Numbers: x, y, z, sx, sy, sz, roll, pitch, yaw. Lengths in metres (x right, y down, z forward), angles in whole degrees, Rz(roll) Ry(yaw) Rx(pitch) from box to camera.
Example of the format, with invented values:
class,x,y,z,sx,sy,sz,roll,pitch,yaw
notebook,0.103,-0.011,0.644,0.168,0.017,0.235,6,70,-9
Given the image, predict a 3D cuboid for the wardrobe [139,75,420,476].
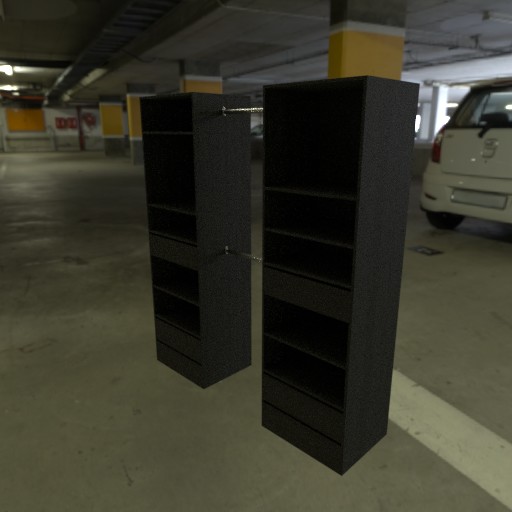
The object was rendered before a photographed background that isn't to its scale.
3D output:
class,x,y,z,sx,sy,sz,roll,pitch,yaw
wardrobe,0.000,0.000,2.864,1.770,2.000,0.480,15,22,43
